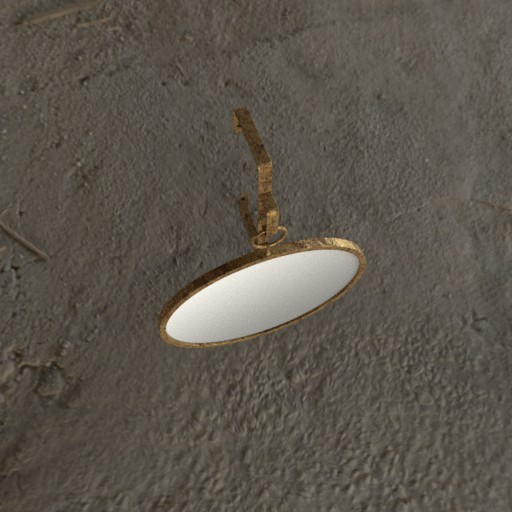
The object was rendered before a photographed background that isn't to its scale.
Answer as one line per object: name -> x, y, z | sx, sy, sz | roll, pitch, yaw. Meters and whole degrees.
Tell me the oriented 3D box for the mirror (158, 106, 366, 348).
mirror -> 0.000, 0.000, 0.864 | 0.447, 0.651, 0.144 | -17, 65, -8
